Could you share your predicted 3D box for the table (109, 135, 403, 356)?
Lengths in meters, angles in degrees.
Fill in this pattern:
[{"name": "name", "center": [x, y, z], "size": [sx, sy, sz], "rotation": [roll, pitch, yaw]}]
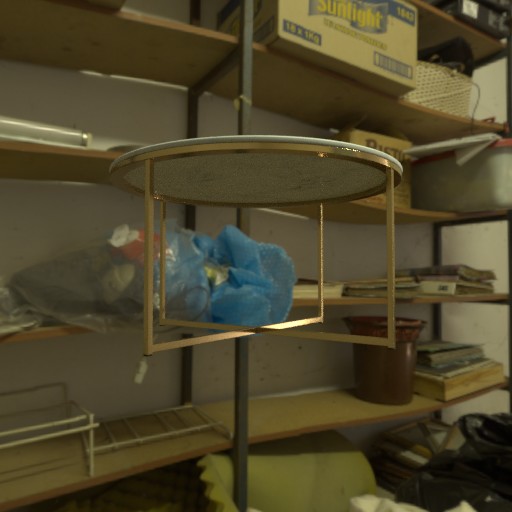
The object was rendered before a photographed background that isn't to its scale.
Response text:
[{"name": "table", "center": [0.000, 0.000, 1.265], "size": [0.800, 0.450, 0.800], "rotation": [0, -2, 0]}]
